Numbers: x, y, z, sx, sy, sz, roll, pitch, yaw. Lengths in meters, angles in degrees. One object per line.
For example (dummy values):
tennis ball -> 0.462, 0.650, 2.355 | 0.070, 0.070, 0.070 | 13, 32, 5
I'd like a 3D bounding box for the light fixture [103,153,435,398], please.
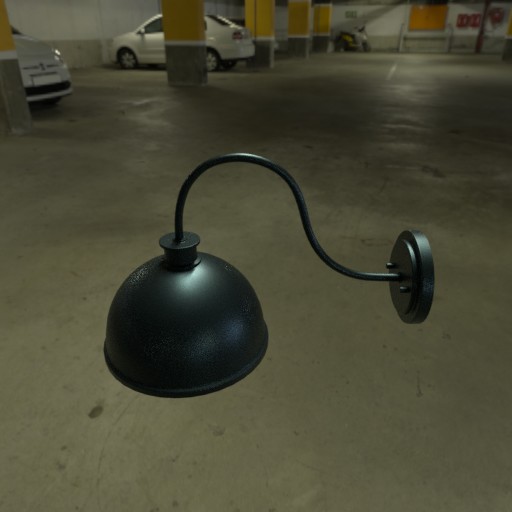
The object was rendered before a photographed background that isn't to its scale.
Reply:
light fixture -> 0.000, 0.000, 0.631 | 0.467, 0.295, 0.253 | 0, 27, 0
